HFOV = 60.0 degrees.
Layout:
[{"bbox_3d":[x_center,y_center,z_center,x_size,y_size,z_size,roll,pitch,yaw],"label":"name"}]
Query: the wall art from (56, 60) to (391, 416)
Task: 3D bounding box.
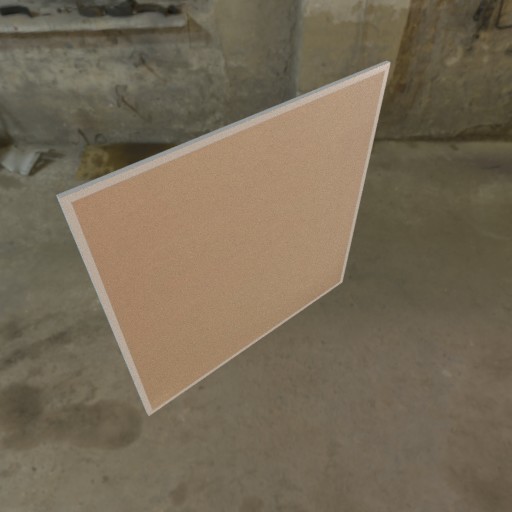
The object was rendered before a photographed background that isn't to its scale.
[{"bbox_3d":[0.000,0.000,1.173,0.809,0.809,0.012,-30,54,-26],"label":"wall art"}]
